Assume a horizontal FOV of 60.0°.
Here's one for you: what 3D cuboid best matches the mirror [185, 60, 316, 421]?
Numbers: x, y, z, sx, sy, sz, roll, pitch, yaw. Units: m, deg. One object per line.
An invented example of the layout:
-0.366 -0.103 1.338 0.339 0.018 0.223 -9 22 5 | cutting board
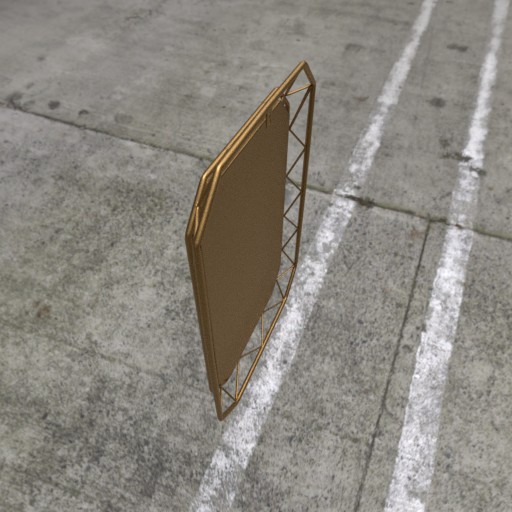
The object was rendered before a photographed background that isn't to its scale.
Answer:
0.000 0.000 0.754 0.042 0.566 0.417 17 49 15 | mirror
